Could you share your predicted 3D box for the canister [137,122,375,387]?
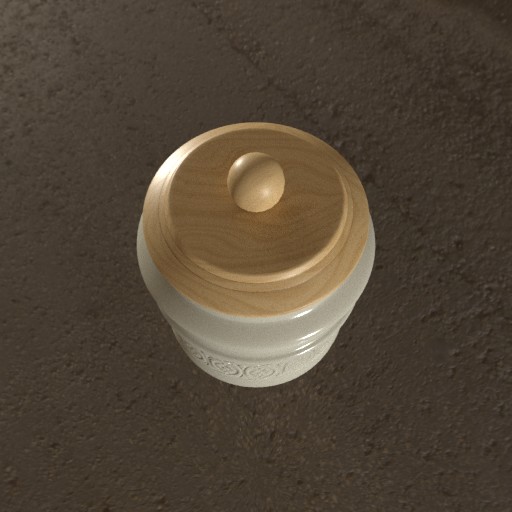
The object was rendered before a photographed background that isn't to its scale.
[{"bbox_3d":[0.000,0.000,0.269,0.130,0.176,0.130,0,64,0],"label":"canister"}]
